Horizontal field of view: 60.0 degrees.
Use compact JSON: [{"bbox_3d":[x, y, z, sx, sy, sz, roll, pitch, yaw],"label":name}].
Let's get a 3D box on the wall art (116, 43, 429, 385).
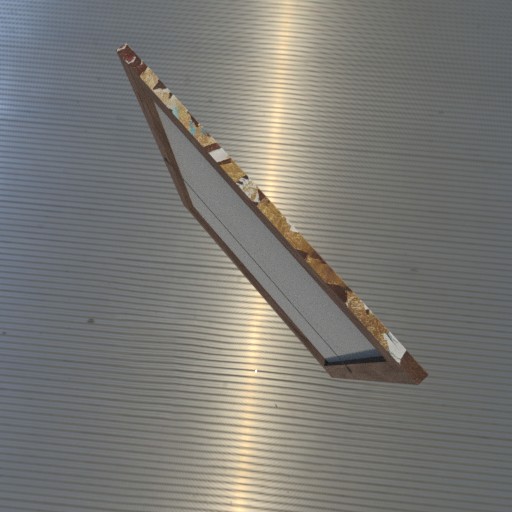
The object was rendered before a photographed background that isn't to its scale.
[{"bbox_3d":[0.000,0.000,1.092,0.028,0.762,0.757,-39,79,-9],"label":"wall art"}]
